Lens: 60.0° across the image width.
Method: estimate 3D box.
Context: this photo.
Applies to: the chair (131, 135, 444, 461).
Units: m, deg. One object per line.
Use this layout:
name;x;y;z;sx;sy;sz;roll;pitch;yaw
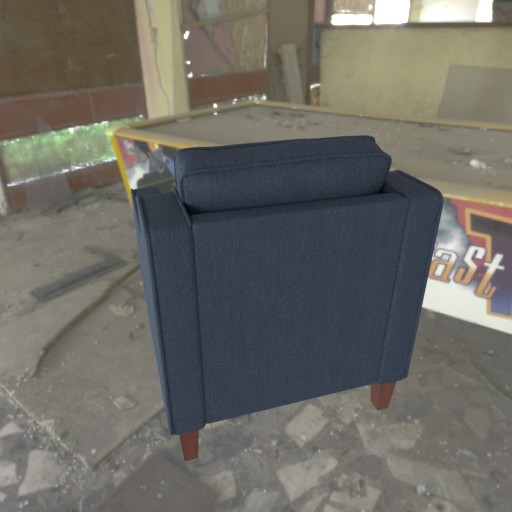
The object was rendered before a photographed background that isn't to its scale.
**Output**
chair;0.000;0.000;1.666;0.831;0.960;0.909;-8;28;-16
